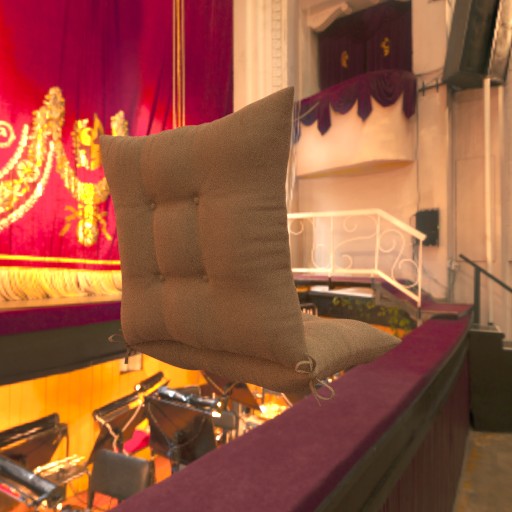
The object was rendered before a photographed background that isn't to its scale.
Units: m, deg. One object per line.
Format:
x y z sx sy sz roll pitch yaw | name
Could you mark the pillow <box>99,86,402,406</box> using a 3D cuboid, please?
0.000 0.000 1.037 0.541 0.536 0.585 0 -1 36 | pillow
